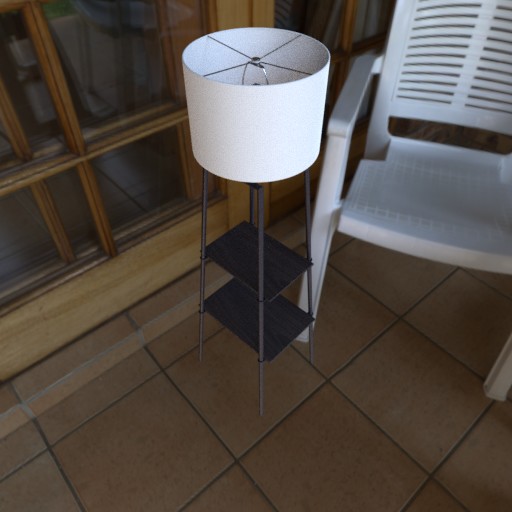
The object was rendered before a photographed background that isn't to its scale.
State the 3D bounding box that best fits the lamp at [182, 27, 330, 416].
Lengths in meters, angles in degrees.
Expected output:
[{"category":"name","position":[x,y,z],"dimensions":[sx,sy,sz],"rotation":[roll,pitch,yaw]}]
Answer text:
[{"category":"lamp","position":[0.000,0.000,1.654],"dimensions":[0.427,1.474,0.384],"rotation":[34,54,29]}]
